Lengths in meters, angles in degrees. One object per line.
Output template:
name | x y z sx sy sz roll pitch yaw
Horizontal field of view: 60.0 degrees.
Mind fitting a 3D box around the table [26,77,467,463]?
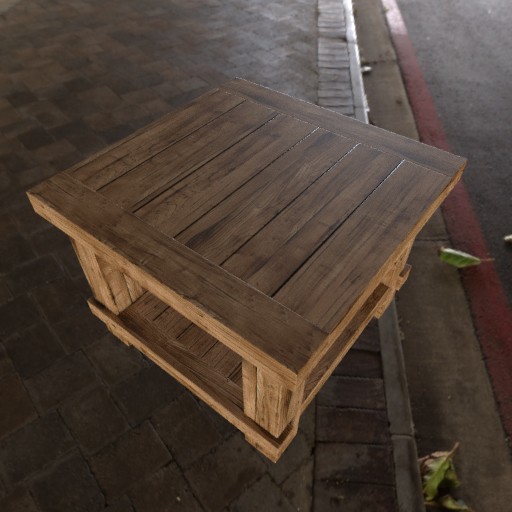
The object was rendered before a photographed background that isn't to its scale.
table | 0.000 0.000 1.024 0.610 0.457 0.610 30 53 25
